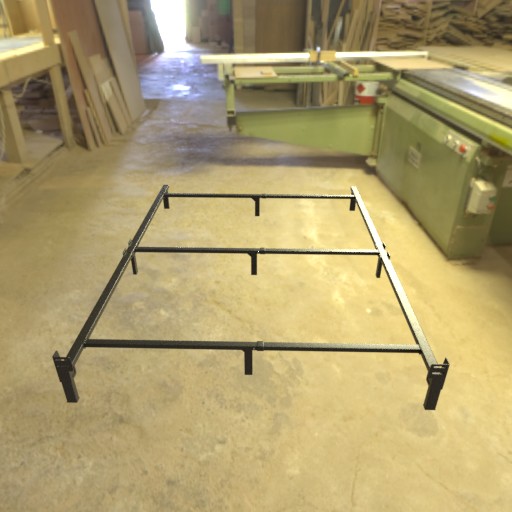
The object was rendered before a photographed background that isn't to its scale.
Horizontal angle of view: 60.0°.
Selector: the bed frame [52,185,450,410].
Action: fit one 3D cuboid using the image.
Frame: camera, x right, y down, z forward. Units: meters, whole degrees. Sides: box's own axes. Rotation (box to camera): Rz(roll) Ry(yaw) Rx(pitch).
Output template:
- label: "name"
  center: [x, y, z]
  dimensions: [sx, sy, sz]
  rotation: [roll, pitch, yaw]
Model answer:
- label: "bed frame"
  center: [0.000, 0.000, 2.581]
  dimensions: [1.498, 0.248, 1.990]
  rotation: [1, 30, 1]
